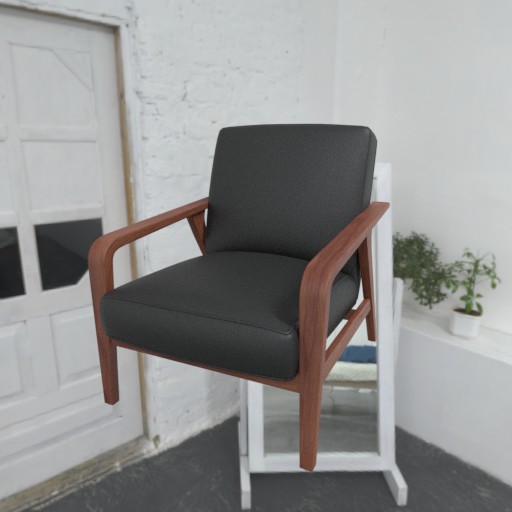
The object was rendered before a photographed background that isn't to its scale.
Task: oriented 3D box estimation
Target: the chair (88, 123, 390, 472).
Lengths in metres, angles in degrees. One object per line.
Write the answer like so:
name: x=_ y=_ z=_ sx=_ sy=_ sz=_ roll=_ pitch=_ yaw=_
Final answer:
chair: x=0.000 y=0.000 z=1.486 sx=0.719 sy=0.861 sz=0.889 roll=7 pitch=17 yaw=25
